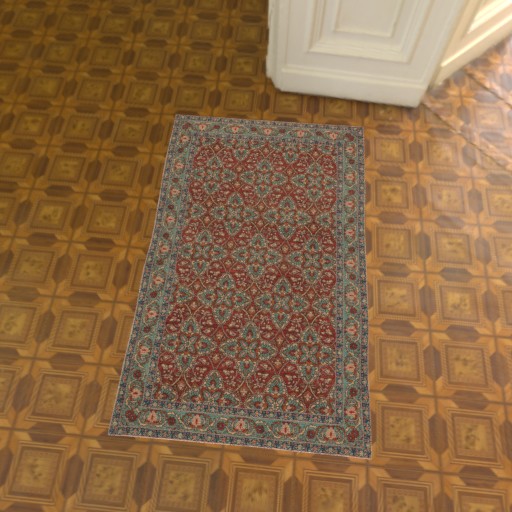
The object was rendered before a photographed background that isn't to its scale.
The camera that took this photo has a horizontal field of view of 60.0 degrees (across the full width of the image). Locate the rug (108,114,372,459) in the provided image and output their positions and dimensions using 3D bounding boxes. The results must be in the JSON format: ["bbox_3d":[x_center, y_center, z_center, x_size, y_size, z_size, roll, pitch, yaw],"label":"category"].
[{"bbox_3d":[0.000,0.000,3.069,1.533,0.011,2.439,4,65,2],"label":"rug"}]
